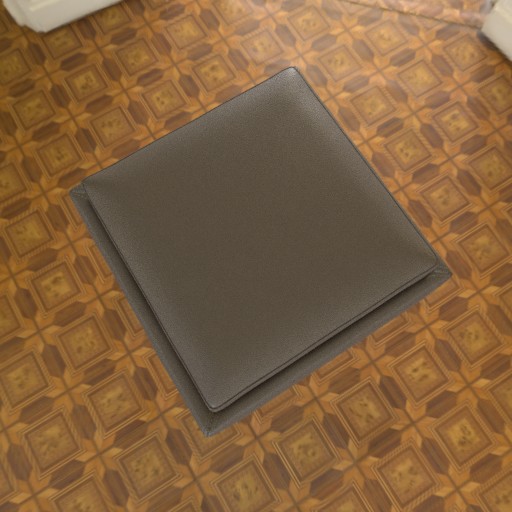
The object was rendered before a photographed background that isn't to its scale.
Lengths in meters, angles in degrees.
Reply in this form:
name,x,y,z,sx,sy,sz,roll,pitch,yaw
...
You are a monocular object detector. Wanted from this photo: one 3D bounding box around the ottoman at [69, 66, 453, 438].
name,x,y,z,sx,sy,sz,roll,pitch,yaw
ottoman,0.000,0.000,0.831,0.450,0.460,0.451,-31,78,-8
